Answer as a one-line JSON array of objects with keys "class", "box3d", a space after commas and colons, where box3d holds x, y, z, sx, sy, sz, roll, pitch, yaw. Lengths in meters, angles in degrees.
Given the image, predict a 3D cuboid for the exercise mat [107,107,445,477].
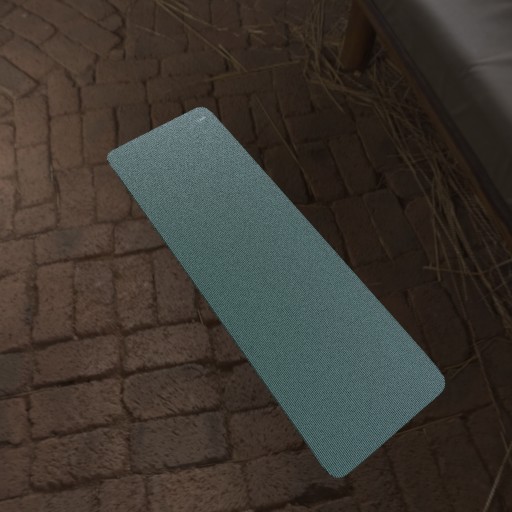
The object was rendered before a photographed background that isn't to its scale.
[{"class": "exercise mat", "box3d": [0.000, 0.000, 2.049, 0.616, 0.021, 1.869, -33, 68, -15]}]
